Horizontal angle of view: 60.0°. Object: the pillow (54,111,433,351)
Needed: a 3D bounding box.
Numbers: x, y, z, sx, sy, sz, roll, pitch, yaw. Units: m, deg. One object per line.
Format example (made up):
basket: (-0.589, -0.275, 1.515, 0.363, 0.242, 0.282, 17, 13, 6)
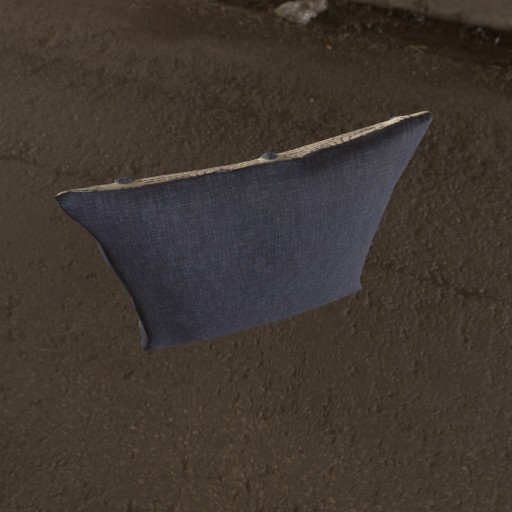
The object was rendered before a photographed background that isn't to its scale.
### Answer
pillow: (0.000, 0.000, 0.780, 0.510, 0.510, 0.145, -15, 59, -9)
